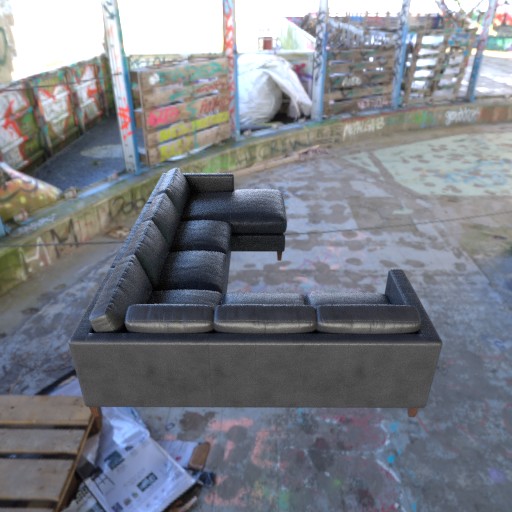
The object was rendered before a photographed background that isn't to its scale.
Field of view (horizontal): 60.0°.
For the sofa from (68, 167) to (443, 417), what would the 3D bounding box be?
[{"bbox_3d":[0.000,0.000,4.462,2.452,0.891,3.324,0,29,0],"label":"sofa"}]
